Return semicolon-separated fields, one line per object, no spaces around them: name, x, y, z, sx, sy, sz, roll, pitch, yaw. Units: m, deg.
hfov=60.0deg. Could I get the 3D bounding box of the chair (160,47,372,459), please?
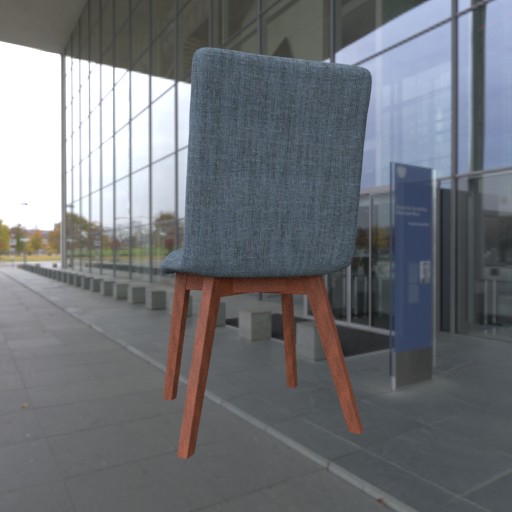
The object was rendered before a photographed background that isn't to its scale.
chair;0.000;0.000;1.320;0.522;0.974;0.563;0;0;-18
